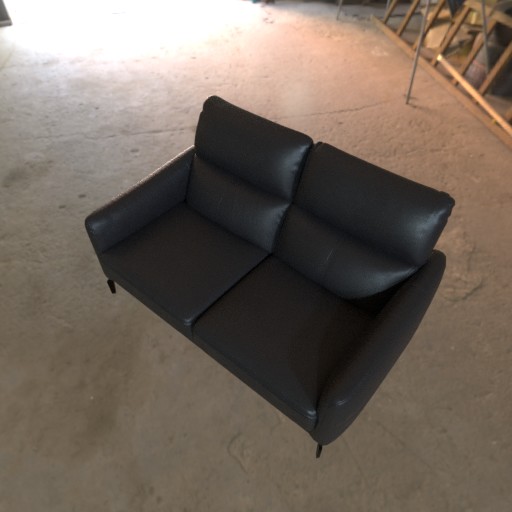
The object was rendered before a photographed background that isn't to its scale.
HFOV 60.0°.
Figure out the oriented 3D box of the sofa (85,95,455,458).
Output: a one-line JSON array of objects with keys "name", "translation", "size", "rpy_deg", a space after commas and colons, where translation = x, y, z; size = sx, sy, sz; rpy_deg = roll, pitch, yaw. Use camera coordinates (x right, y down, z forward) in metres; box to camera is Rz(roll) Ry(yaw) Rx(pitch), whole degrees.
[{"name": "sofa", "translation": [0.000, 0.000, 2.198], "size": [1.596, 0.920, 0.958], "rpy_deg": [31, 54, 26]}]
